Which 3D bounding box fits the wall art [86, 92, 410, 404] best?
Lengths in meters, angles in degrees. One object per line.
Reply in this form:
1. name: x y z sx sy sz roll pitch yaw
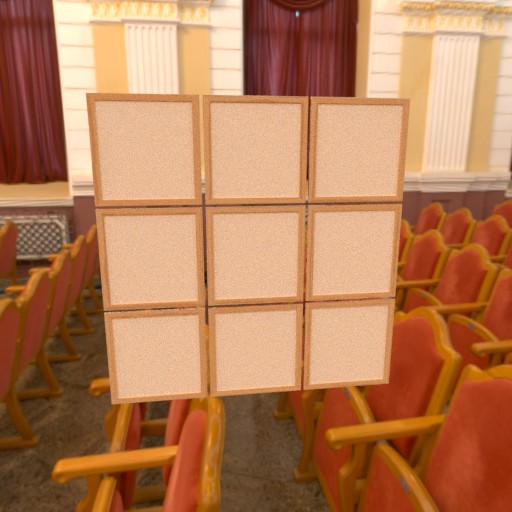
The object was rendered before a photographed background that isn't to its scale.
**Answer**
1. wall art: 0.000 0.000 1.780 1.206 1.218 0.013 -2 13 -8
